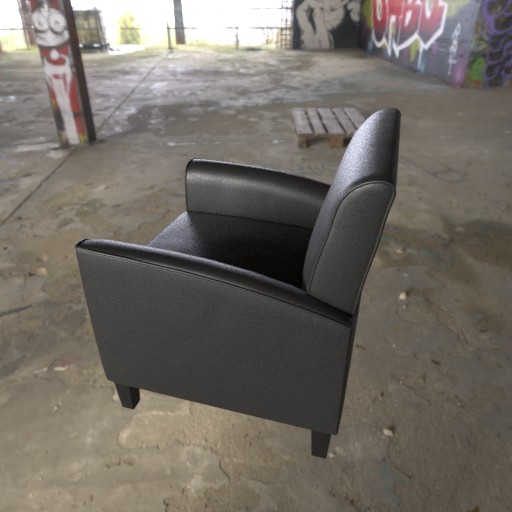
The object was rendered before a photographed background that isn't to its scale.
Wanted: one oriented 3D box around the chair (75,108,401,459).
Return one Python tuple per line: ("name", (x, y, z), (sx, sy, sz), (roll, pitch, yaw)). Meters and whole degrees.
("chair", (0.000, 0.000, 1.525), (0.819, 0.916, 0.820), (8, 31, 14))
